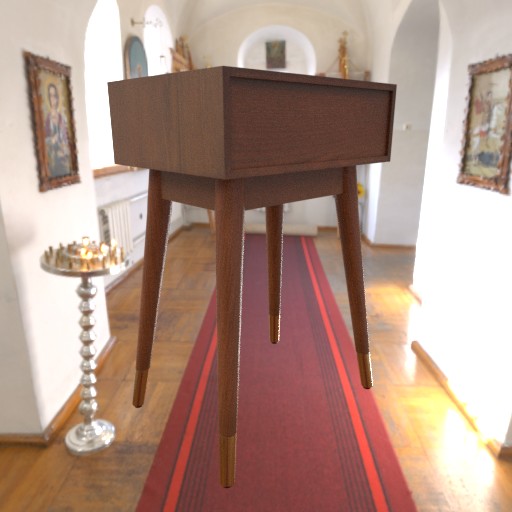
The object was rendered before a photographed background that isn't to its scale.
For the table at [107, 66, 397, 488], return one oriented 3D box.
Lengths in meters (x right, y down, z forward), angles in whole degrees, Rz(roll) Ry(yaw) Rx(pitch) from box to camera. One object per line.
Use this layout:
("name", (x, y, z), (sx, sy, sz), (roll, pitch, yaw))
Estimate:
("table", (0.000, 0.000, 0.822), (0.406, 0.599, 0.300), (-15, 22, -41))
